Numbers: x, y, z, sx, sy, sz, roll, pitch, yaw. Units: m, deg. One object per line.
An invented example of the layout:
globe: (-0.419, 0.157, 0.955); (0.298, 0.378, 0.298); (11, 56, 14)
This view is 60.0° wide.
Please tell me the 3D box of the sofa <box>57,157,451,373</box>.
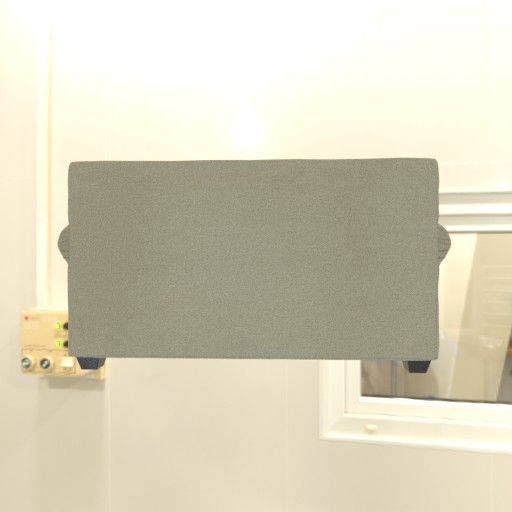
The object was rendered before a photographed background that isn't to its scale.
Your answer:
sofa: (0.000, 0.000, 2.213); (1.550, 0.905, 1.070); (0, 0, 2)
